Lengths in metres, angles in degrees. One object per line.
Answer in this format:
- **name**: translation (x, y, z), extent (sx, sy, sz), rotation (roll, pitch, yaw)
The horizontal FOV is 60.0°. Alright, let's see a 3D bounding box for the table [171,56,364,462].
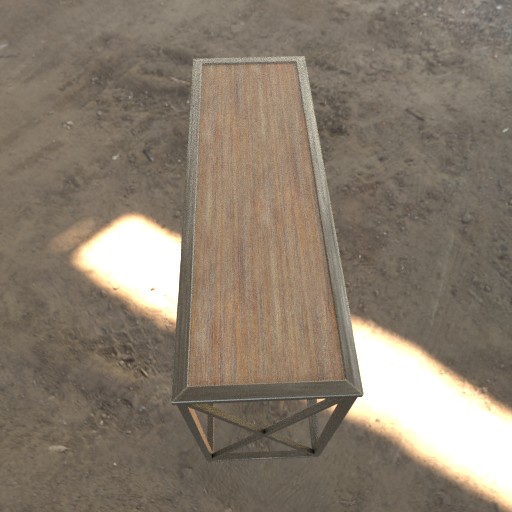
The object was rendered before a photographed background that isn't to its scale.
- **table**: translation (0.000, 0.000, 1.568), extent (0.402, 0.753, 1.216), rotation (-2, 56, -1)
